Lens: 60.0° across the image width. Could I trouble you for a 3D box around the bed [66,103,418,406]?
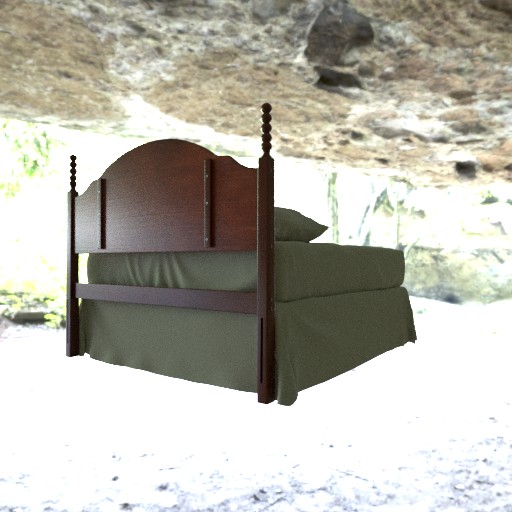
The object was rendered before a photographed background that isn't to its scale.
[{"bbox_3d":[0.000,0.000,3.272,1.873,1.356,2.040,-1,-1,37],"label":"bed"}]
